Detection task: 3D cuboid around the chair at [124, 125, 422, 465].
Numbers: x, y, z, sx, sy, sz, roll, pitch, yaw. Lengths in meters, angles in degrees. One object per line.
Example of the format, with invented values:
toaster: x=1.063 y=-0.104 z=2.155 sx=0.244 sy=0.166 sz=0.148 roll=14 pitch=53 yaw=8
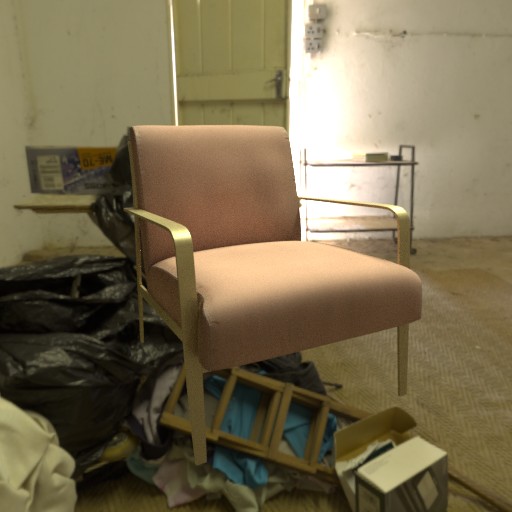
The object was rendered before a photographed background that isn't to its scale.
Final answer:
chair: x=0.000 y=0.000 z=1.442 sx=0.701 sy=0.823 sz=0.848 roll=-8 pitch=18 yaw=-25
